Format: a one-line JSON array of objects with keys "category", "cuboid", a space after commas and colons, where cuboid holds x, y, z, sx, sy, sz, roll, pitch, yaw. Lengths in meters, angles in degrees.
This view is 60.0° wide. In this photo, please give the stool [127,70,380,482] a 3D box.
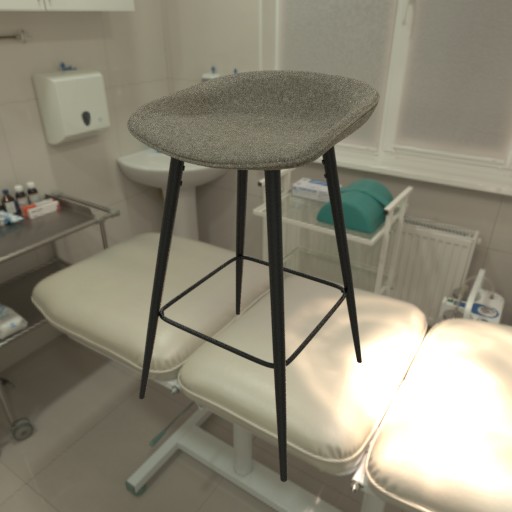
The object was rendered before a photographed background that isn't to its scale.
[{"category": "stool", "cuboid": [0.000, 0.000, 1.097, 0.469, 0.814, 0.480, 17, 33, 28]}]
